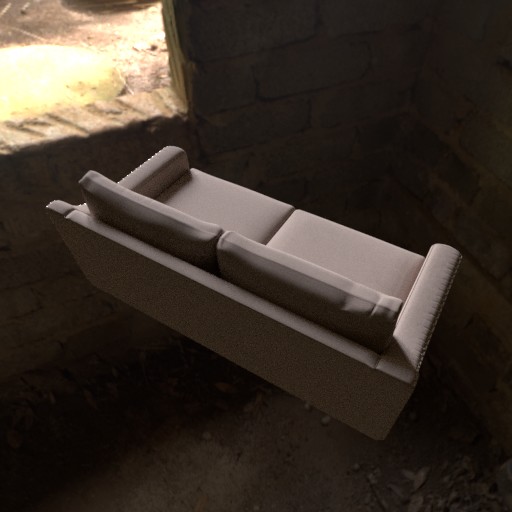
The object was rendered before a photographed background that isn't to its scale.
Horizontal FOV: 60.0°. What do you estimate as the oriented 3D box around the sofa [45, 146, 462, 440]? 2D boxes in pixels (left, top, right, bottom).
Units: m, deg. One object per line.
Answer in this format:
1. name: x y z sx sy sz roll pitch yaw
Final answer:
1. sofa: 0.000 0.000 2.475 1.967 0.901 1.030 24 51 21
